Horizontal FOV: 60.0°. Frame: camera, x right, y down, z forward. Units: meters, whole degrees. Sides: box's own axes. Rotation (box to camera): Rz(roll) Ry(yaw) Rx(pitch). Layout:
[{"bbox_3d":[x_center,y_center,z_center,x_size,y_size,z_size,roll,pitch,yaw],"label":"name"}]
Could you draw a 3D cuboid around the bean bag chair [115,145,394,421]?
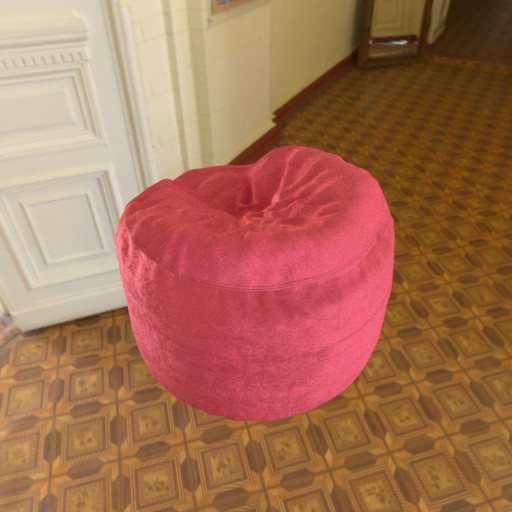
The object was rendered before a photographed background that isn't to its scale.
[{"bbox_3d":[0.000,0.000,2.005,1.218,0.788,1.218,0,41,0],"label":"bean bag chair"}]
